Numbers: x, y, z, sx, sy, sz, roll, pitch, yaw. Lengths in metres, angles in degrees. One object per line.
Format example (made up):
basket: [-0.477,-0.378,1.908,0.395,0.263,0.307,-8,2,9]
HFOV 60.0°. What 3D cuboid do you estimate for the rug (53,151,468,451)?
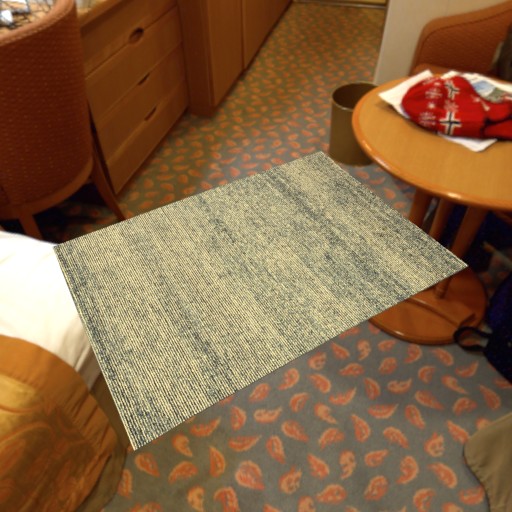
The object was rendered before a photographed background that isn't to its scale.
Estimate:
rug: [0.000,0.000,3.025,2.349,0.030,1.624,-23,50,-21]
